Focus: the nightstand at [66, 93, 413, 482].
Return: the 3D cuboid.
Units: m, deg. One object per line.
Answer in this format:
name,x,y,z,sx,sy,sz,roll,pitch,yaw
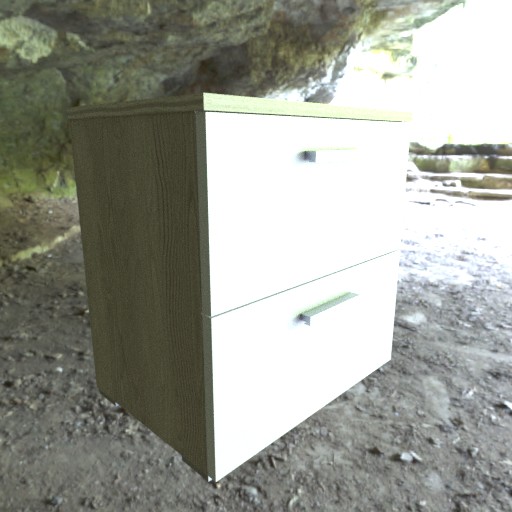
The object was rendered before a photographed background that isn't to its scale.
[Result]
nightstand,0.000,0.000,0.734,0.325,0.461,0.442,14,20,43
